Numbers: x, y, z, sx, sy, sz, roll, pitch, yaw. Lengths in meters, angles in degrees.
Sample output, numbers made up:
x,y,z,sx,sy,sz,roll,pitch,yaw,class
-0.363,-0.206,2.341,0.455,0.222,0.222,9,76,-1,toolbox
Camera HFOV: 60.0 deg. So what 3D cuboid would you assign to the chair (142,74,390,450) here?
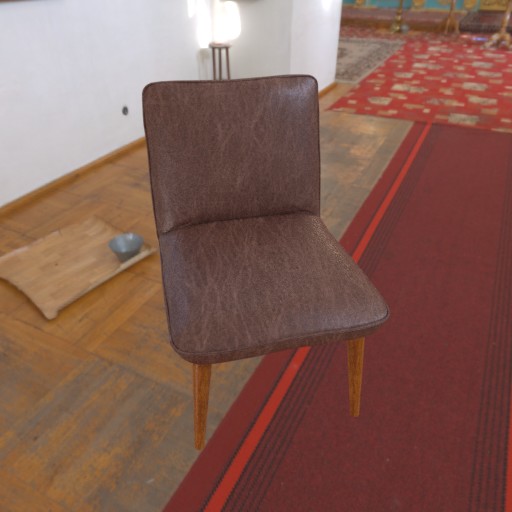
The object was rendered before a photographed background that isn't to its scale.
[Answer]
x,y,z,sx,sy,sz,roll,pitch,yaw,class
0.000,0.000,1.198,0.543,0.803,0.645,-10,35,-15,chair
